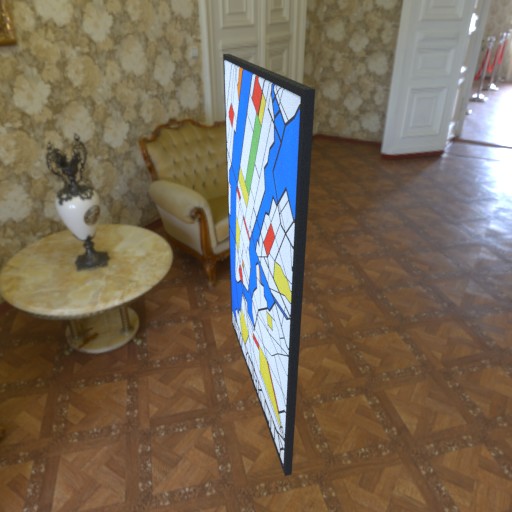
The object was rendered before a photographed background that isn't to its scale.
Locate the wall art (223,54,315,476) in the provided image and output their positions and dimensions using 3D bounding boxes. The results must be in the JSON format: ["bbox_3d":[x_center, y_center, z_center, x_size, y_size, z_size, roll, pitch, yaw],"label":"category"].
[{"bbox_3d":[0.000,0.000,0.836,0.013,0.660,0.460,-7,30,-13],"label":"wall art"}]
